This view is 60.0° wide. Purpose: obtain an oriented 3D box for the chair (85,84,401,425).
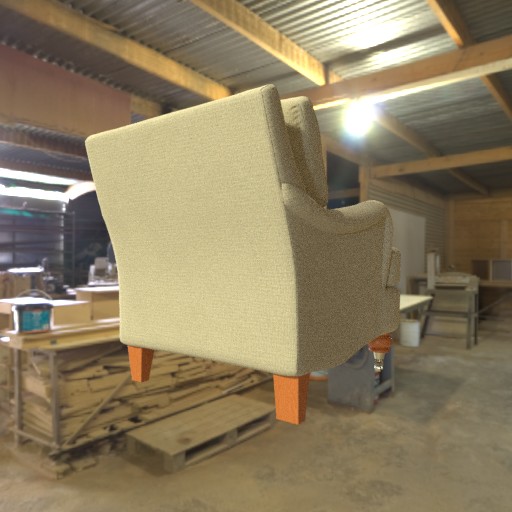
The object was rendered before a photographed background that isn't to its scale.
[{"bbox_3d":[0.000,0.000,1.877,0.955,1.038,1.070,0,0,37],"label":"chair"}]
